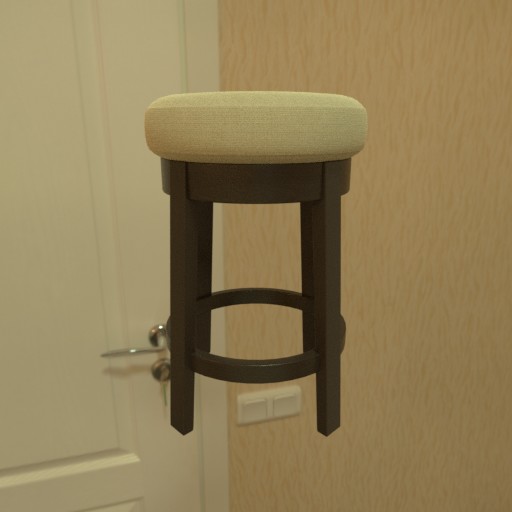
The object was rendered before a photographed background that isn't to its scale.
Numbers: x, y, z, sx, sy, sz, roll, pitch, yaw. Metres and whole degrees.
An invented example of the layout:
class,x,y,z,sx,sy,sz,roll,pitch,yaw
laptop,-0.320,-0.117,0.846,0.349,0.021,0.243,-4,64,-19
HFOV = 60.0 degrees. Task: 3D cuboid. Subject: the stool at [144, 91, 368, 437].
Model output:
class,x,y,z,sx,sy,sz,roll,pitch,yaw
stool,0.000,0.000,0.955,0.449,0.655,0.449,0,17,0
